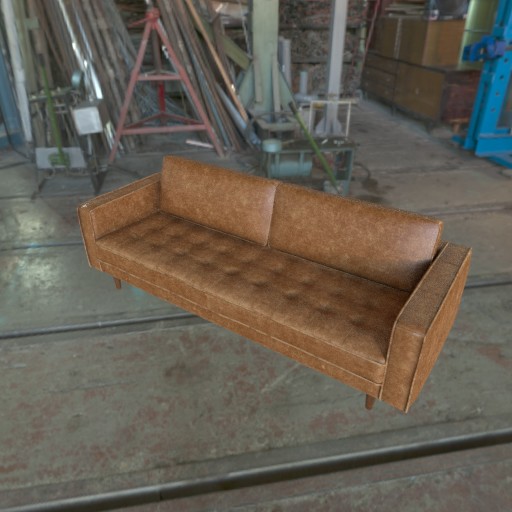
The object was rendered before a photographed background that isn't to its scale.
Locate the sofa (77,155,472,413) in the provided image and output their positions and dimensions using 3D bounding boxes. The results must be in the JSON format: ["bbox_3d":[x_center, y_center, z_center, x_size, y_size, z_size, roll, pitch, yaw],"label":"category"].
[{"bbox_3d":[0.000,0.000,2.629,2.199,0.779,0.886,19,35,29],"label":"sofa"}]
